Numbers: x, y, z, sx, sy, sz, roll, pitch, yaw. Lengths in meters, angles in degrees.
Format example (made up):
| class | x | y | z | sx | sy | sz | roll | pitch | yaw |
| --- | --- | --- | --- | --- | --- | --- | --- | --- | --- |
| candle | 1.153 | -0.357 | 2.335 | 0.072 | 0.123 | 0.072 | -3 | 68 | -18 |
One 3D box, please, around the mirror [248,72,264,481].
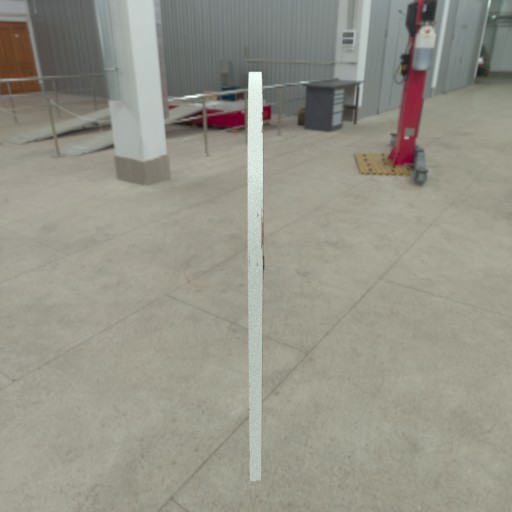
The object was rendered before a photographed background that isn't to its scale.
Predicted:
| class | x | y | z | sx | sy | sz | roll | pitch | yaw |
| --- | --- | --- | --- | --- | --- | --- | --- | --- | --- |
| mirror | 0.000 | 0.000 | 1.198 | 0.032 | 0.920 | 0.660 | 0 | 26 | 0 |
